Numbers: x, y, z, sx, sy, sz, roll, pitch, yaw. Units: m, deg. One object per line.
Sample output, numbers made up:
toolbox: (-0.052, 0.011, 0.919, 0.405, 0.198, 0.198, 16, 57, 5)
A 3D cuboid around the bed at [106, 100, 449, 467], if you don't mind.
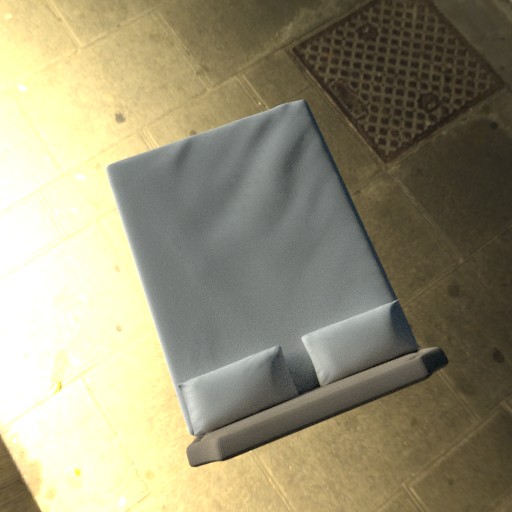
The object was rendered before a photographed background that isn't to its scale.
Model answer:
bed: (0.000, 0.000, 3.545, 1.977, 1.293, 2.498, -20, 77, -5)
